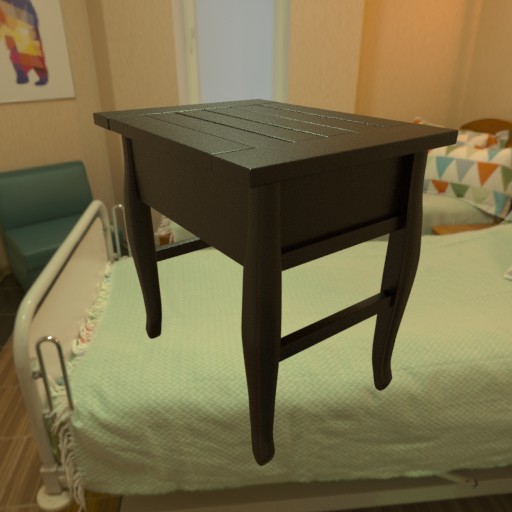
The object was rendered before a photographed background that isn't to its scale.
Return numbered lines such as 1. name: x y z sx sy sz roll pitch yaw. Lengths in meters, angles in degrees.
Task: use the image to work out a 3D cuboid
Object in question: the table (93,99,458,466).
1. table: 0.000 0.000 1.018 0.460 0.604 0.602 -18 31 -32
